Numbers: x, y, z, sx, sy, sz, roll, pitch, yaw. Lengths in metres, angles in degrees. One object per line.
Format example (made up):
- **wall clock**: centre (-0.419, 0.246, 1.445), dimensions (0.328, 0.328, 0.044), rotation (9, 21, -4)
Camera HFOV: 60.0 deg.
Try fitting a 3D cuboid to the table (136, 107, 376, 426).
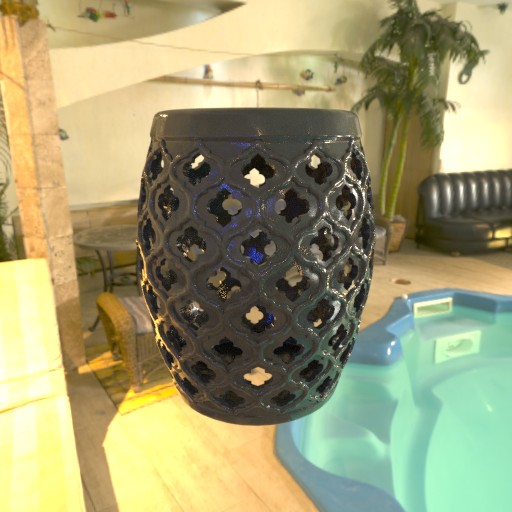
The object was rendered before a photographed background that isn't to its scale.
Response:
- **table**: centre (0.000, 0.000, 0.629), dimensions (0.325, 0.388, 0.325), rotation (0, 16, 0)
